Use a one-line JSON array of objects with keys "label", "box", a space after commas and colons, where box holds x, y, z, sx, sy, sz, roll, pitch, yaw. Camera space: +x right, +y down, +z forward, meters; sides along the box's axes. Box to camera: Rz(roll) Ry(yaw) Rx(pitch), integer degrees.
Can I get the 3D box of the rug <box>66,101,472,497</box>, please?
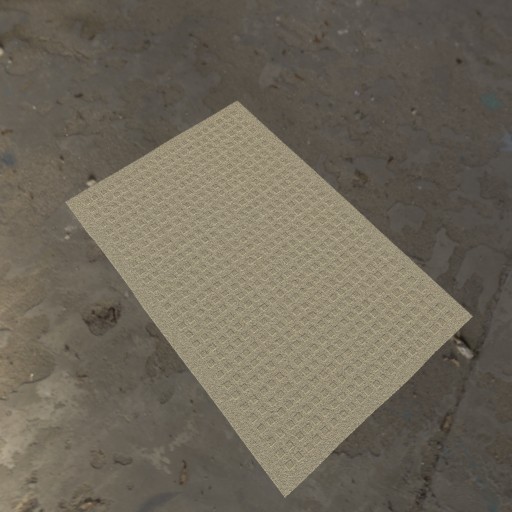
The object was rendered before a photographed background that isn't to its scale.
[{"label": "rug", "box": [0.000, 0.000, 2.169, 1.143, 0.006, 1.747, -36, 69, -17]}]
